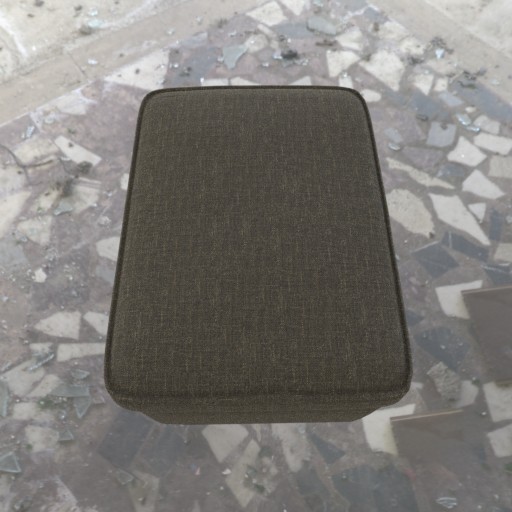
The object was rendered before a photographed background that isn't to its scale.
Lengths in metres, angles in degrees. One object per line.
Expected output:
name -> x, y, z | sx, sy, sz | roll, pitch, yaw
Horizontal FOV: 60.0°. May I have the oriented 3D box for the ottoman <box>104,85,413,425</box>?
ottoman -> 0.000, 0.000, 1.071 | 0.549, 0.450, 0.749 | -1, 63, 0
